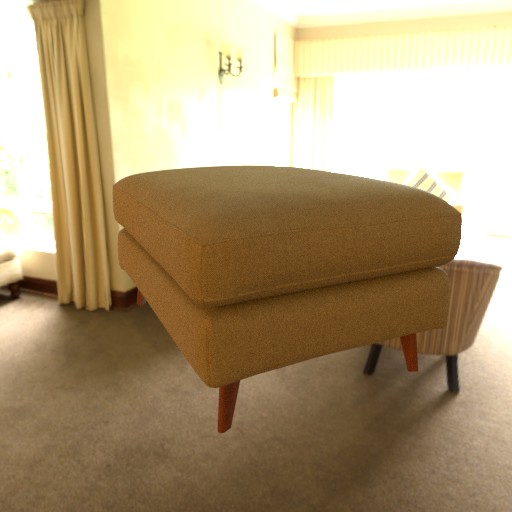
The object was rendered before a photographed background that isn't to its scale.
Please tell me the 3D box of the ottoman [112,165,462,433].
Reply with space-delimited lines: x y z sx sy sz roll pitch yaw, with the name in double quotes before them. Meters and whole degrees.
"ottoman" 0.000 0.000 1.167 0.608 0.449 0.811 -8 18 -25
